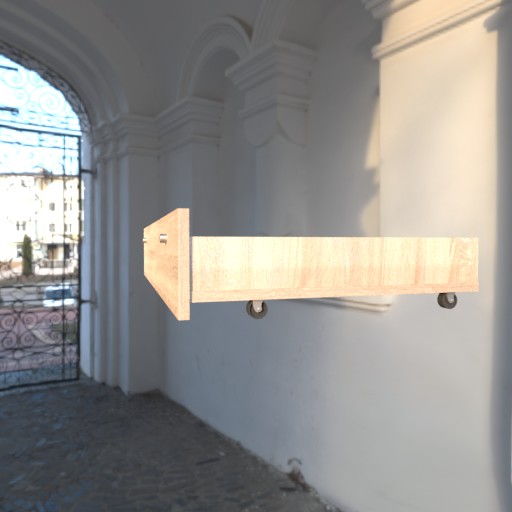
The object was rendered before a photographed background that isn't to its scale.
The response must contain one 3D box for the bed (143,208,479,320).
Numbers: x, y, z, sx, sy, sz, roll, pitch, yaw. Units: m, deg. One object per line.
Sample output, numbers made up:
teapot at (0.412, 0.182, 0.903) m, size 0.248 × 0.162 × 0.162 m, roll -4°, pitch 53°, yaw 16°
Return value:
bed at (0.000, 0.000, 1.460) m, size 0.685 × 0.209 × 1.200 m, roll -1°, pitch 2°, yaw -17°
